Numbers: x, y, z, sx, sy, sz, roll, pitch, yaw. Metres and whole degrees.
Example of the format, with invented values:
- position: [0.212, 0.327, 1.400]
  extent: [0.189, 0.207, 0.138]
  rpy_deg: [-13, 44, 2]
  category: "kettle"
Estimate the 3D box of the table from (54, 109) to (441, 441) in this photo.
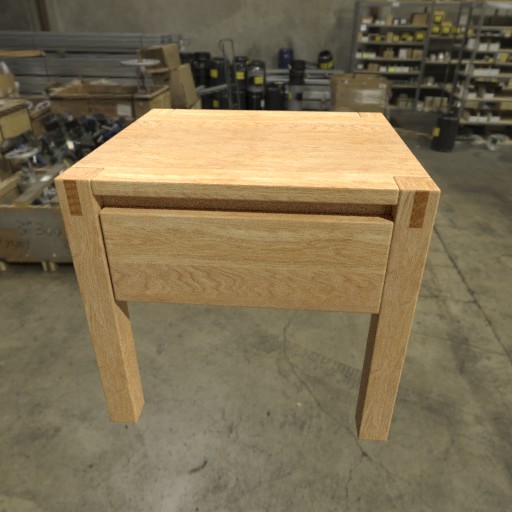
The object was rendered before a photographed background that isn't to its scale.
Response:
- position: [0.000, 0.000, 0.845]
  extent: [0.480, 0.450, 0.440]
  rpy_deg: [2, 30, 4]
  category: "table"
